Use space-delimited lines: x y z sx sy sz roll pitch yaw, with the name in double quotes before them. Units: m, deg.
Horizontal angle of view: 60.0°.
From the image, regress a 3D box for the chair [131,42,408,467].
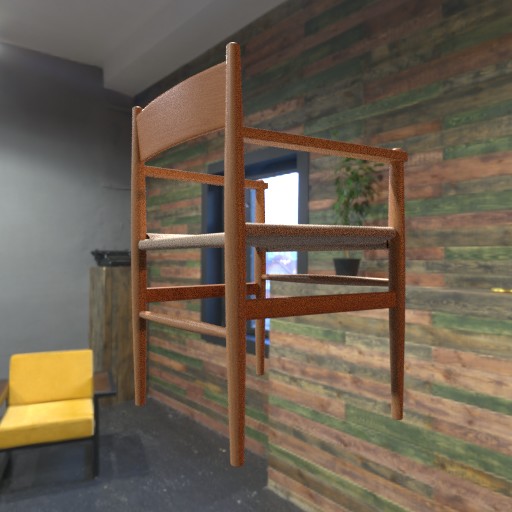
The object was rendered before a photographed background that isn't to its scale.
"chair" 0.000 0.000 1.106 0.495 0.762 0.556 0 -1 -38
